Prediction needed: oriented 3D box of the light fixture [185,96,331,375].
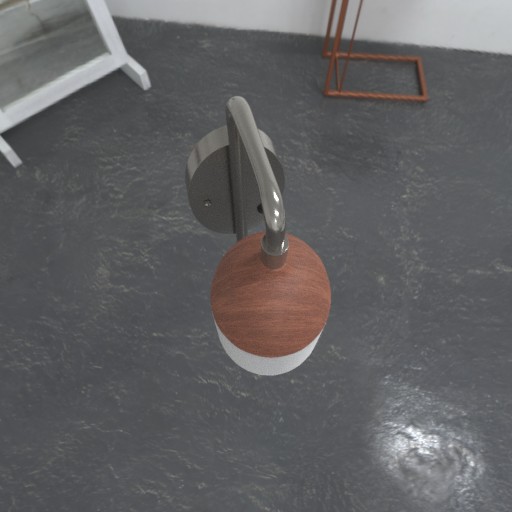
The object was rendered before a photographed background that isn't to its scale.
[{"bbox_3d":[0.000,0.000,0.440,0.108,0.343,0.216,-12,65,-6],"label":"light fixture"}]
